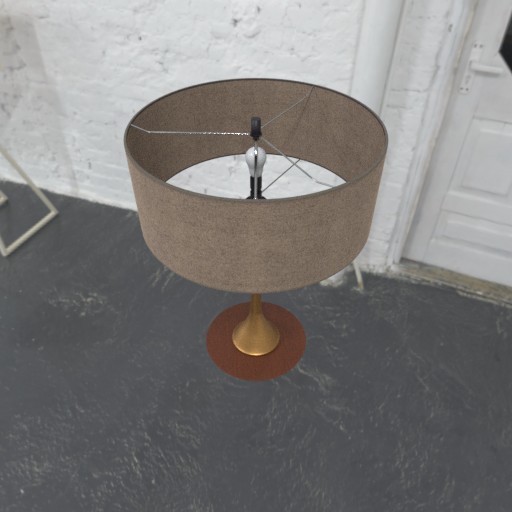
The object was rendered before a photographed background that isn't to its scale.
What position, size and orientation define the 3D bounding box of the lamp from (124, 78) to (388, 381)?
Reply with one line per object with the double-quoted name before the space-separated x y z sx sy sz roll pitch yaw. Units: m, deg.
"lamp" 0.000 0.000 0.853 0.396 0.551 0.417 0 41 0
